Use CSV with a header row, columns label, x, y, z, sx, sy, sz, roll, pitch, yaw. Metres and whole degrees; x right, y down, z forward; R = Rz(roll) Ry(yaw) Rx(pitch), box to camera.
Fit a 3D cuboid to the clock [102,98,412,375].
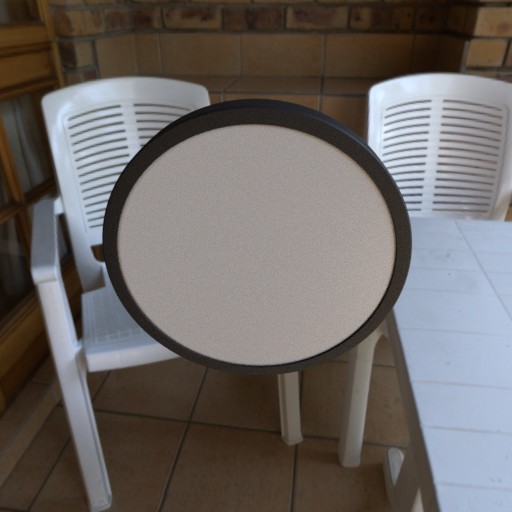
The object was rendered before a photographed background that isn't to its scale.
label,x,y,z,sx,sy,sz,roll,pitch,yaw
clock,0.000,0.000,0.438,0.293,0.293,0.040,1,30,2
